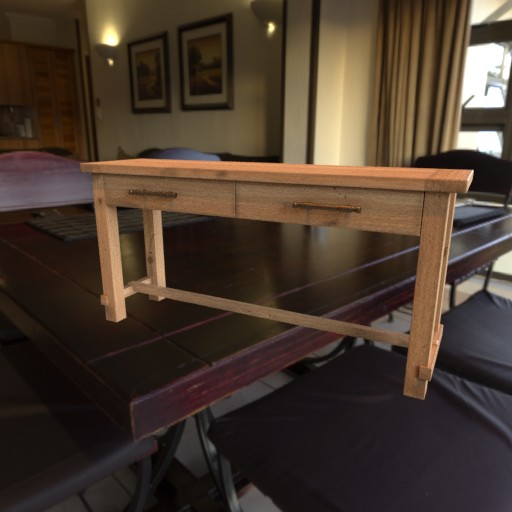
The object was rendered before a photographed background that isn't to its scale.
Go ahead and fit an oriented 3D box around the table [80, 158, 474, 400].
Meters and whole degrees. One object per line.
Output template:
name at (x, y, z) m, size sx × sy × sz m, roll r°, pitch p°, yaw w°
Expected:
table at (0.000, 0.000, 1.919) m, size 1.599 × 0.762 × 0.442 m, roll 8°, pitch 18°, yaw 26°
